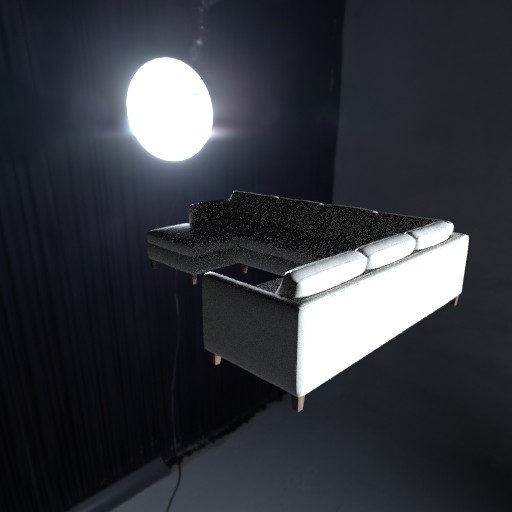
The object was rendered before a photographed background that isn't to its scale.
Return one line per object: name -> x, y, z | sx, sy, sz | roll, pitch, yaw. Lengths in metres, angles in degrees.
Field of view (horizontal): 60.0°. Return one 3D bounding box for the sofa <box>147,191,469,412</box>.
sofa -> 0.000, 0.000, 4.492 | 2.551, 0.853, 3.238 | -16, 23, -43
